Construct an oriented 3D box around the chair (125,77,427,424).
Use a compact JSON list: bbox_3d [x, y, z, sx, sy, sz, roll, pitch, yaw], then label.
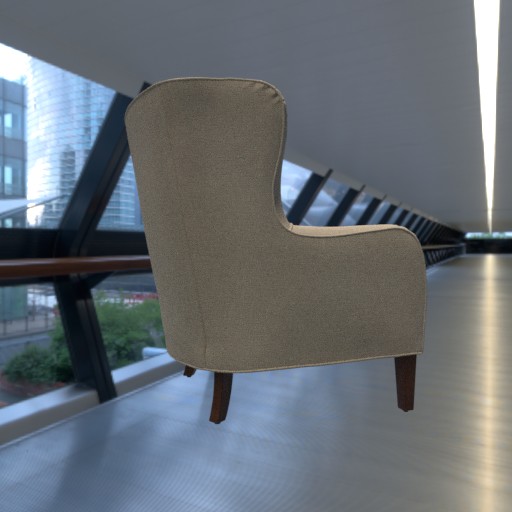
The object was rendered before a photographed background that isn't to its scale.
[{"bbox_3d":[0.000,0.000,1.701,0.966,1.040,0.838,0,0,-18],"label":"chair"}]
